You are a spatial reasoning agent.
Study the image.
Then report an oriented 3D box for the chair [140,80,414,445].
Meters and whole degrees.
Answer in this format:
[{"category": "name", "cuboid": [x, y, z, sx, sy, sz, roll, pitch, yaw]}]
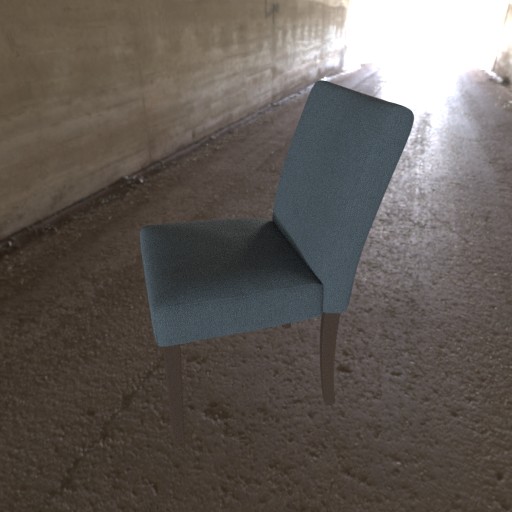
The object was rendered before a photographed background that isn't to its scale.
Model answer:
[{"category": "chair", "cuboid": [0.000, 0.000, 1.276, 0.629, 0.882, 0.487, -8, 30, -14]}]
